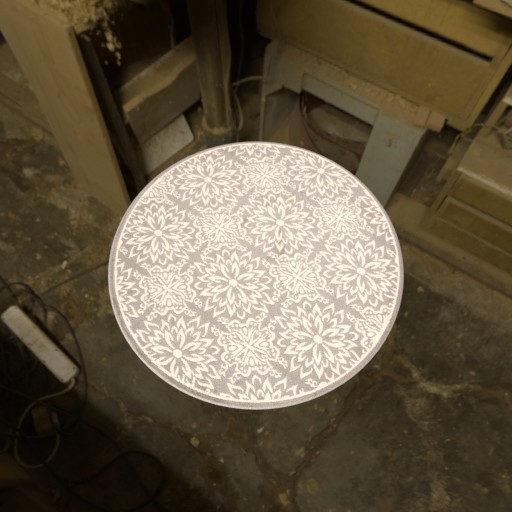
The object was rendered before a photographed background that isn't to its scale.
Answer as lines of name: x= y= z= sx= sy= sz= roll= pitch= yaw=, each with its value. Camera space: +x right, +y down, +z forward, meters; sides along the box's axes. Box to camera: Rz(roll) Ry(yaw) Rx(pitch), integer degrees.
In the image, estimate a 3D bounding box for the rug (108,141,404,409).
rug: x=0.000 y=0.000 z=2.414 sx=1.593 sy=0.012 sz=1.593 roll=0 pitch=64 yaw=0
